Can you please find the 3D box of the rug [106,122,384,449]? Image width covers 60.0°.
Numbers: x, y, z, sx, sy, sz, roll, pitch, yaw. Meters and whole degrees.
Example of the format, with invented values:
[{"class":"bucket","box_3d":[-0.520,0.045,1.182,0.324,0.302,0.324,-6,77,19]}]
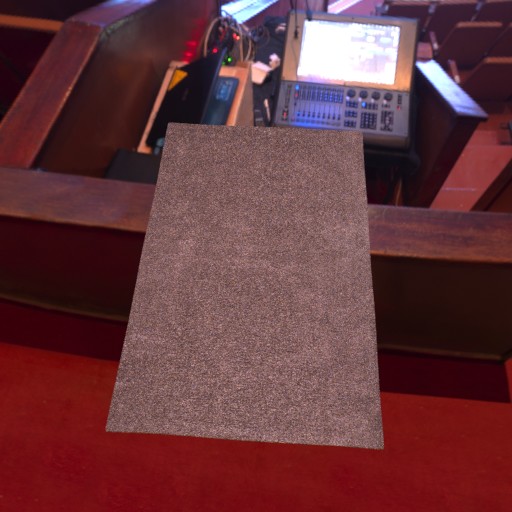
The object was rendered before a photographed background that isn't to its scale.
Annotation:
[{"class":"rug","box_3d":[0.000,0.000,3.489,1.802,0.026,2.699,3,62,2]}]
